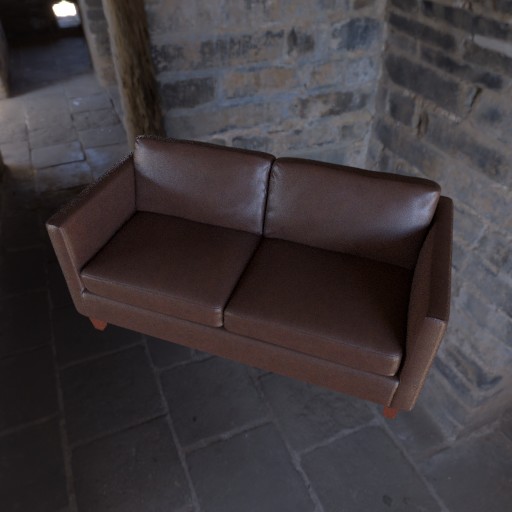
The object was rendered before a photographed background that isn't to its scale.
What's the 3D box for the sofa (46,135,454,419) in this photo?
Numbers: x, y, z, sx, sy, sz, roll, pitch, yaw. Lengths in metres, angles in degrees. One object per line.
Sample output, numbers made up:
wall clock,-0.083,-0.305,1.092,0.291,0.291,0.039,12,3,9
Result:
sofa,0.000,0.000,2.406,1.883,0.933,0.951,13,42,15
